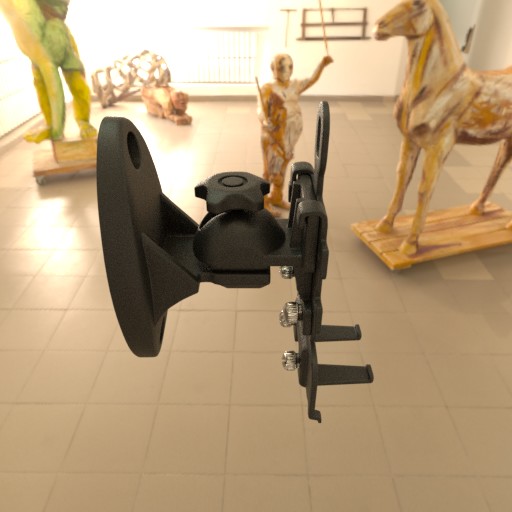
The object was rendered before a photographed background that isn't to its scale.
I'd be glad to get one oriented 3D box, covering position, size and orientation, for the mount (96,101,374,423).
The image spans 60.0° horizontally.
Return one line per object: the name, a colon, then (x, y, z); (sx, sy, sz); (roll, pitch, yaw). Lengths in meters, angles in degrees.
mount: (0.000, 0.000, 0.174); (0.100, 0.118, 0.066); (0, 33, 0)
